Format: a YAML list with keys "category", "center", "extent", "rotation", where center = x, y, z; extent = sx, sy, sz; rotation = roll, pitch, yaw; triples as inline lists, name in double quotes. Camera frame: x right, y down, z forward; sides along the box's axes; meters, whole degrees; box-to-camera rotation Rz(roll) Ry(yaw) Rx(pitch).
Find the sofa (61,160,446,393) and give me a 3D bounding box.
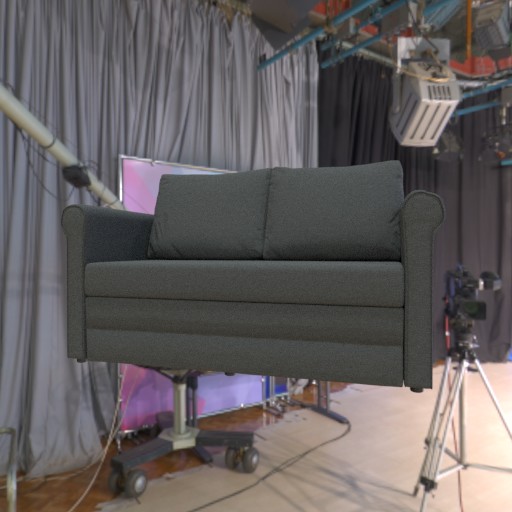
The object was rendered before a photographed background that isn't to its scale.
- category: "sofa"
  center: [0.000, 0.000, 1.940]
  extent: [1.460, 0.872, 0.741]
  rotation: [0, 1, 17]
